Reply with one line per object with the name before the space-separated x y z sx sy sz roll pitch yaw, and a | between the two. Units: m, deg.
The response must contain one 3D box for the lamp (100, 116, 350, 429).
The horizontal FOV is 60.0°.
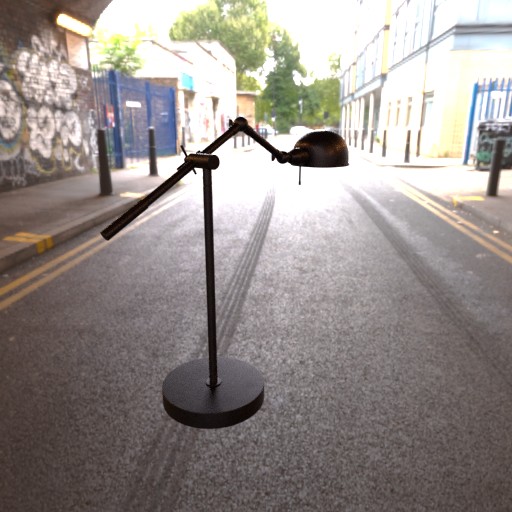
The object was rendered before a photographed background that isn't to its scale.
lamp | 0.000 0.000 0.823 0.567 0.495 0.185 -16 23 -43
